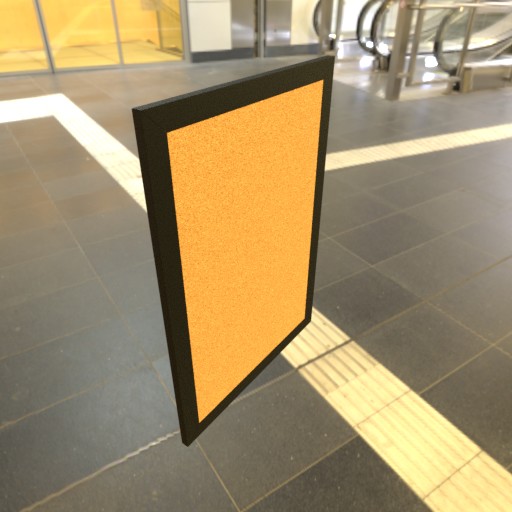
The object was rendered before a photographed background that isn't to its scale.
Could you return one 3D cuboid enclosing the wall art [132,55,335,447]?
[{"bbox_3d":[0.000,0.000,0.599,0.011,0.459,0.326,23,40,30],"label":"wall art"}]
